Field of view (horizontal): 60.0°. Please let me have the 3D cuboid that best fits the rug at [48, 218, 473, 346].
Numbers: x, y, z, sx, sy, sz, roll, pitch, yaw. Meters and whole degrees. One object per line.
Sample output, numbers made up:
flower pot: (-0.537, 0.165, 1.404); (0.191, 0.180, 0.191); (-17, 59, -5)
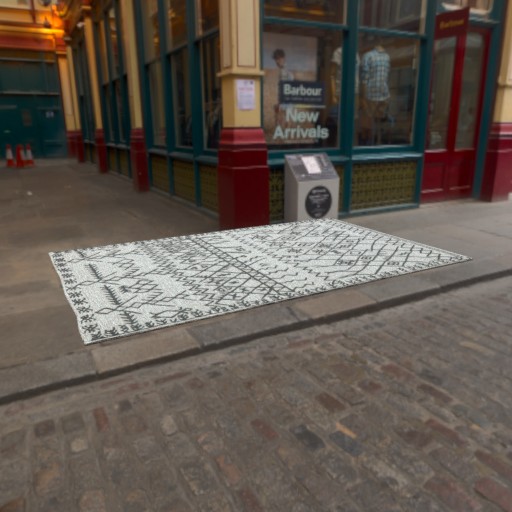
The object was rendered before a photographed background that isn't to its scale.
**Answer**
rug: (0.000, 0.000, 4.699); (3.824, 0.019, 2.393); (-9, 19, -28)
